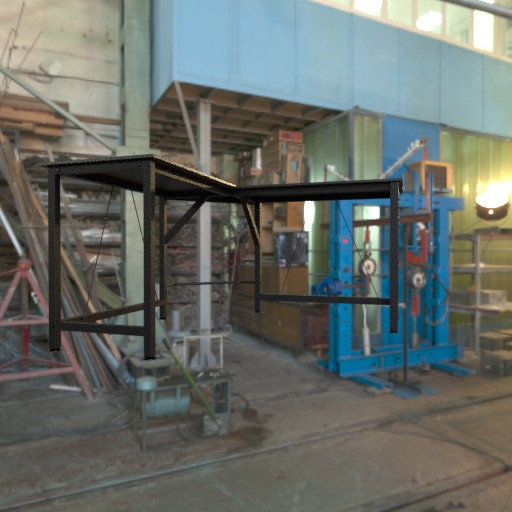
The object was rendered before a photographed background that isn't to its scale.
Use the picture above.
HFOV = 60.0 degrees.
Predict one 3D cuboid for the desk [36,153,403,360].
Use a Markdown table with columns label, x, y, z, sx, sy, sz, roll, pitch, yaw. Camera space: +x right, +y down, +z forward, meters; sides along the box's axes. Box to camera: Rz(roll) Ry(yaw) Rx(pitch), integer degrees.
| label | x | y | z | sx | sy | sz | roll | pitch | yaw |
| --- | --- | --- | --- | --- | --- | --- | --- | --- | --- |
| desk | 0.000 | 0.000 | 2.232 | 1.400 | 0.762 | 1.400 | 0 | 1 | 18 |
